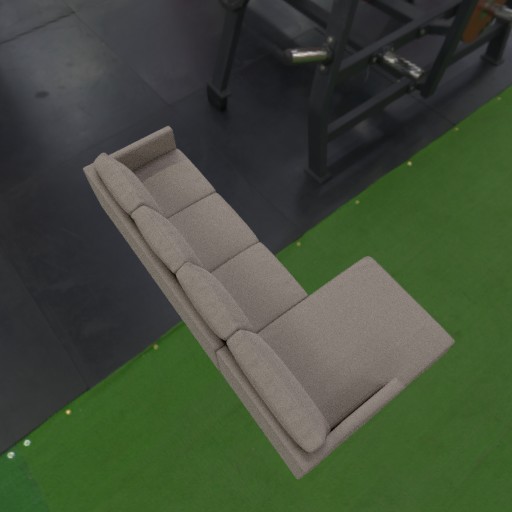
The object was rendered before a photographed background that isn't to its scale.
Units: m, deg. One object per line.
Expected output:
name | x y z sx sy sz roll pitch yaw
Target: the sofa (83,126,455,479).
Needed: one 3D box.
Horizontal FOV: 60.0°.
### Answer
sofa | 0.000 0.000 3.898 1.625 0.846 3.186 -33 65 -17
